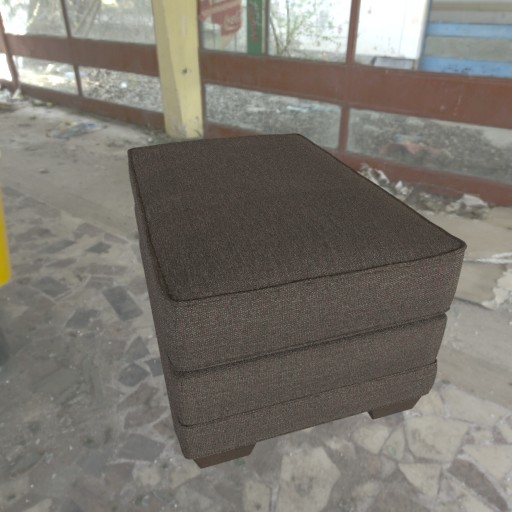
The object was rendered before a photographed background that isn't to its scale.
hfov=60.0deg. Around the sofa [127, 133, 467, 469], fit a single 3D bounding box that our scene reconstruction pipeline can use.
[{"bbox_3d":[0.000,0.000,1.188,0.578,0.457,0.854,-9,32,-15],"label":"sofa"}]
